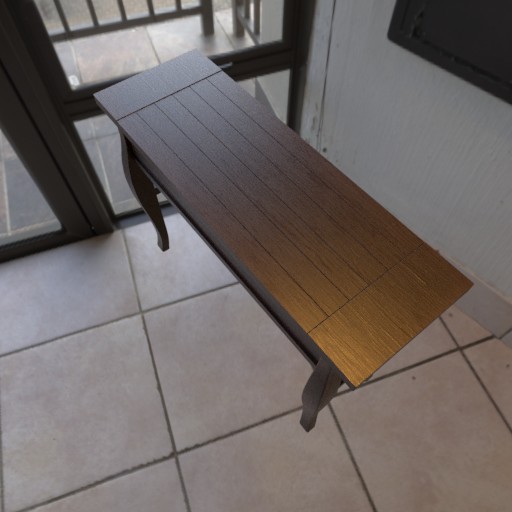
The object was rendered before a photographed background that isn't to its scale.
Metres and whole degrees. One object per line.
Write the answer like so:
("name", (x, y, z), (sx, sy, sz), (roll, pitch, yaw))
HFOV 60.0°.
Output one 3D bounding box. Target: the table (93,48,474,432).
("table", (0.000, 0.000, 1.437), (0.373, 0.768, 1.062), (-34, 64, -19))
